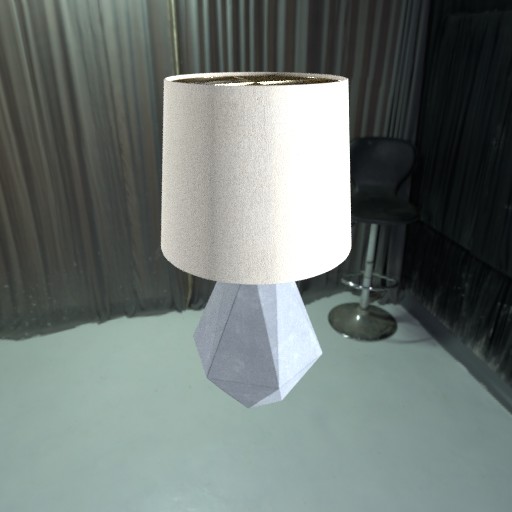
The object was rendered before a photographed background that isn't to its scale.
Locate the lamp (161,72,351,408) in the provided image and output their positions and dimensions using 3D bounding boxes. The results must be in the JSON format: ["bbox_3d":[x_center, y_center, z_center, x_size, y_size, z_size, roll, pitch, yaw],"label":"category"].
[{"bbox_3d":[0.000,0.000,0.669,0.276,0.501,0.276,0,26,0],"label":"lamp"}]
